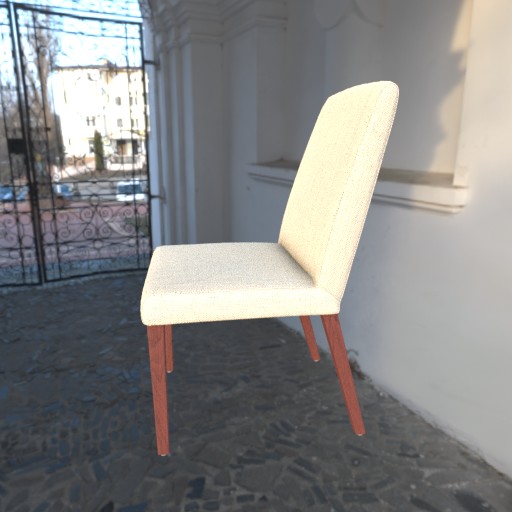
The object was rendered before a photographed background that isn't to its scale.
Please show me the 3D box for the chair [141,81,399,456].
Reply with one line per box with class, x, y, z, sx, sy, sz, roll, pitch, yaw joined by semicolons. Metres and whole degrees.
chair;0.000;0.000;1.238;0.594;0.900;0.480;-2;15;-8
